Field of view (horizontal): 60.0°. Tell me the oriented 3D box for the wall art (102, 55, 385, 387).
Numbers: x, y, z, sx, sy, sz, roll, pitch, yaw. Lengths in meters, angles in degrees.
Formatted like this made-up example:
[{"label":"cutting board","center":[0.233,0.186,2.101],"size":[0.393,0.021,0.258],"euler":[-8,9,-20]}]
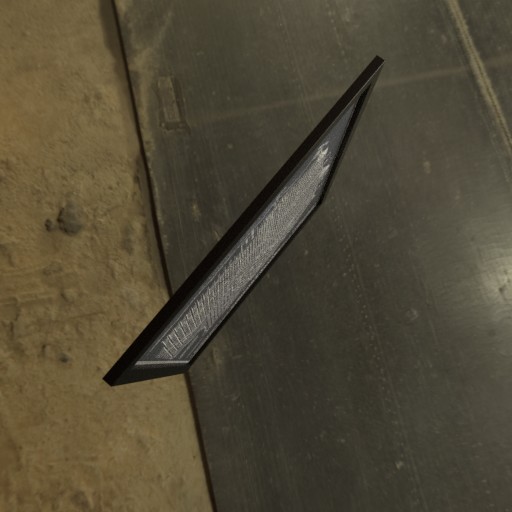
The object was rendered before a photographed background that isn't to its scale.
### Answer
[{"label":"wall art","center":[0.000,0.000,0.687],"size":[0.012,0.458,0.457],"euler":[38,80,8]}]
